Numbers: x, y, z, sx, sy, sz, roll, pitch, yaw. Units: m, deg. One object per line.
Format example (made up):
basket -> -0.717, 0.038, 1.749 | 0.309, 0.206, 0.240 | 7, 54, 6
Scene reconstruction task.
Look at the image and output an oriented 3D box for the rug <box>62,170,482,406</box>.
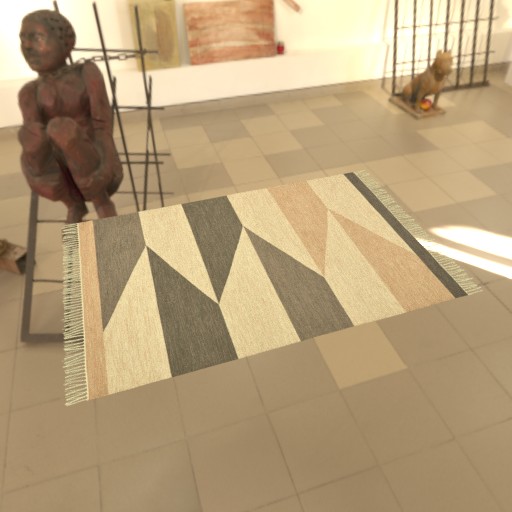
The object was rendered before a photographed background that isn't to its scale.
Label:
rug -> 0.000, 0.000, 2.421 | 2.021, 0.027, 1.224 | -12, 43, -14
